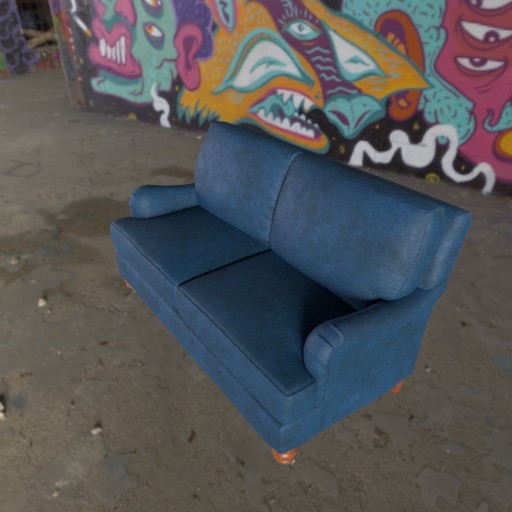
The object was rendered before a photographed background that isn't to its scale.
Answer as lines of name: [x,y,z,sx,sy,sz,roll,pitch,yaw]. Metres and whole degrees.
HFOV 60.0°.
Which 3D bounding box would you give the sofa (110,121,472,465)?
sofa: [0.000,0.000,2.515,1.084,1.101,1.853,-21,37,-31]
